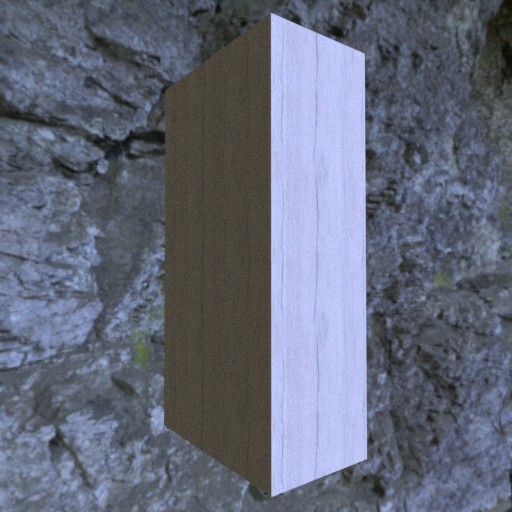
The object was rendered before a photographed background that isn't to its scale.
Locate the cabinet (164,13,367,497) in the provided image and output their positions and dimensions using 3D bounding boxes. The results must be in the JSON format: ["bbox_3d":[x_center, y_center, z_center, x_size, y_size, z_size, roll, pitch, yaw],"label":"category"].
[{"bbox_3d":[0.000,0.000,2.325,0.580,1.930,0.980,1,-2,-37],"label":"cabinet"}]
